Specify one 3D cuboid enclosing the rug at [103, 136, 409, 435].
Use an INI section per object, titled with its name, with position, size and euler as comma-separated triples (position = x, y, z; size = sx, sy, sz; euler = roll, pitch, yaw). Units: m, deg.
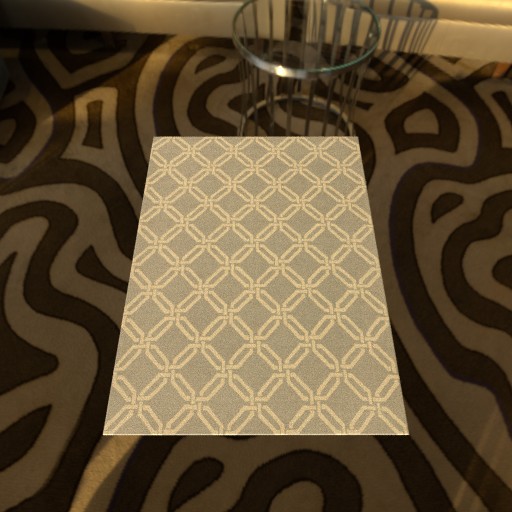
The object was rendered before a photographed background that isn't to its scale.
[rug]
position = 0.000, 0.000, 4.418
size = 2.438, 0.013, 3.353
euler = 0, 58, 0
